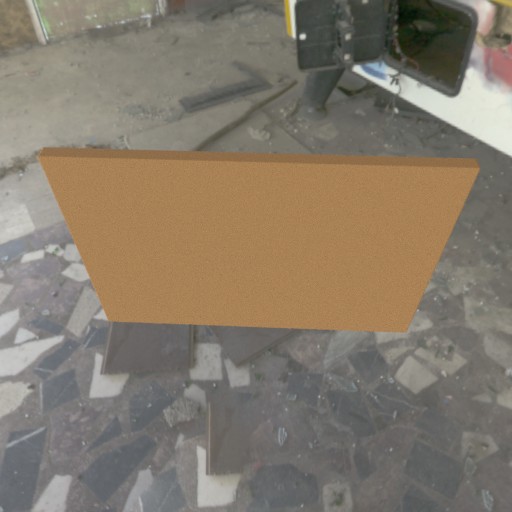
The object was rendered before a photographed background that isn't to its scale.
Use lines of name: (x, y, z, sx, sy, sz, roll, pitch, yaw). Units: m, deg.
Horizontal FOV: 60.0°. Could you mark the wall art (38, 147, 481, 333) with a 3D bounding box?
wall art: (0.000, 0.000, 1.149, 0.915, 0.608, 0.033, 2, 47, 2)
